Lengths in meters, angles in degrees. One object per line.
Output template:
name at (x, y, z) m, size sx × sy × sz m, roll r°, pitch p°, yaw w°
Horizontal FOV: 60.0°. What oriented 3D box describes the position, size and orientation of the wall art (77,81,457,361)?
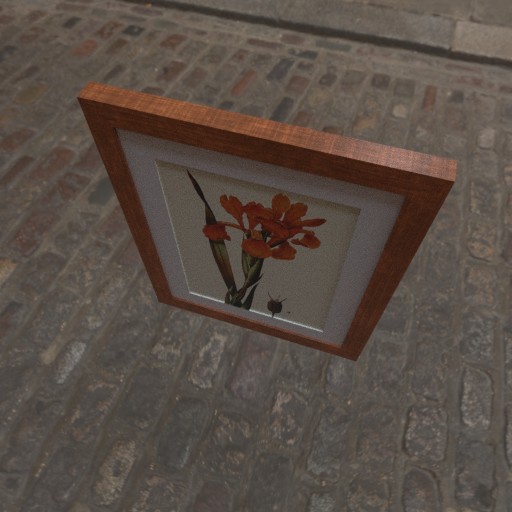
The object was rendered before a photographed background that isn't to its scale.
wall art at (0.000, 0.000, 0.768) m, size 0.467 × 0.567 × 0.033 m, roll 15°, pitch 58°, yaw 10°
